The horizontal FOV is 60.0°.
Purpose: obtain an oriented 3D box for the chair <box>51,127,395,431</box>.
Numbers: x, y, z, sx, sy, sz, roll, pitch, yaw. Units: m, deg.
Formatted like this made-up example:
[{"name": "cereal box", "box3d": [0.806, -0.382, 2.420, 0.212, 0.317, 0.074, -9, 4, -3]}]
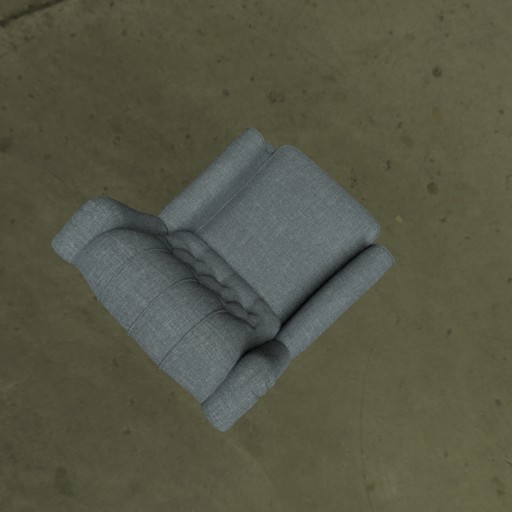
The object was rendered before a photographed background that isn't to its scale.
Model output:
[{"name": "chair", "box3d": [0.000, 0.000, 1.614, 0.898, 1.035, 0.742, -44, 80, -10]}]
